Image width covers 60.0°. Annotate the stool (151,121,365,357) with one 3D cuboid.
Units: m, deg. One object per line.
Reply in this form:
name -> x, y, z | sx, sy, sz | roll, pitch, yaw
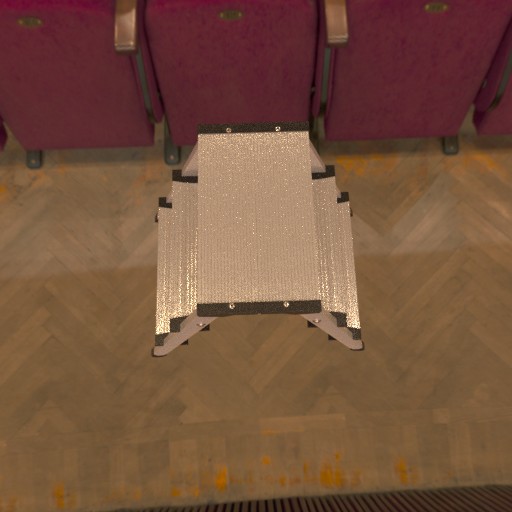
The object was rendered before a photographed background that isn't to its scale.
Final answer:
stool -> 0.000, 0.000, 1.052 | 0.622, 0.605, 0.437 | -2, 76, 0
